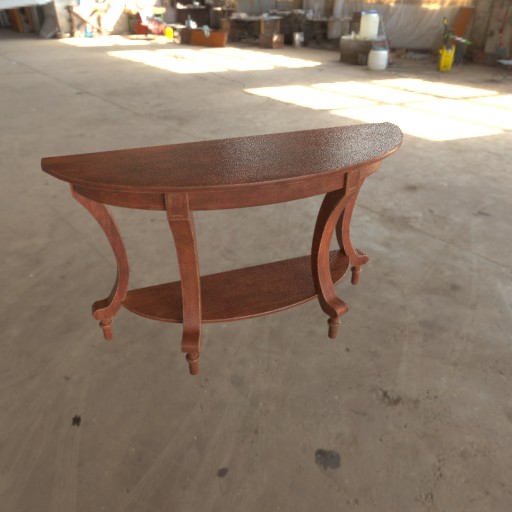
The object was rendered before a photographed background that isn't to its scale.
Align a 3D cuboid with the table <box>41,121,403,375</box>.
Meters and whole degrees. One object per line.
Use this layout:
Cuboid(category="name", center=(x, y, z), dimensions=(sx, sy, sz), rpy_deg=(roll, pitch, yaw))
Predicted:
Cuboid(category="table", center=(0.000, 0.000, 1.499), dimensions=(1.198, 0.699, 0.394), rpy_deg=(-11, 33, -17))
